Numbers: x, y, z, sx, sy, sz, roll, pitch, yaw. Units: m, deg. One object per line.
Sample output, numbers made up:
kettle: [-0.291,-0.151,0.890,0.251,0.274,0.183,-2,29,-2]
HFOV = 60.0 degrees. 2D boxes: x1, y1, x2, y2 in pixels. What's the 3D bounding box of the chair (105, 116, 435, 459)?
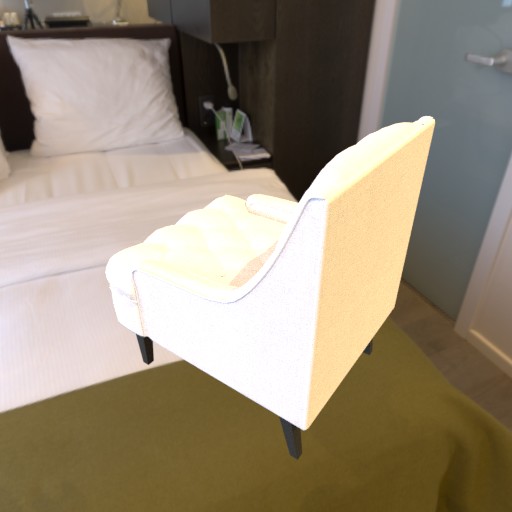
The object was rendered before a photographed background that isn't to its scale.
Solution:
chair: [0.000,0.000,1.429,0.772,0.891,0.658,22,39,29]
